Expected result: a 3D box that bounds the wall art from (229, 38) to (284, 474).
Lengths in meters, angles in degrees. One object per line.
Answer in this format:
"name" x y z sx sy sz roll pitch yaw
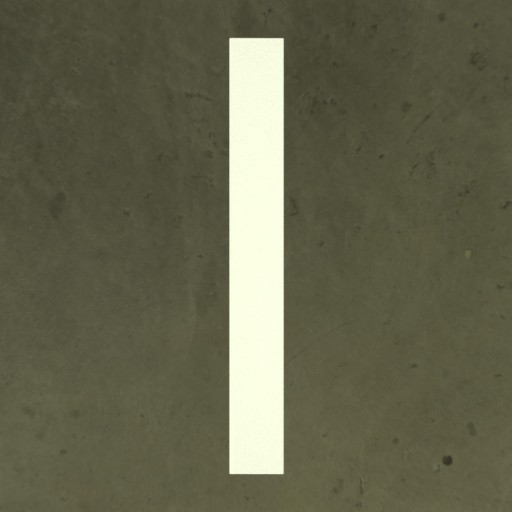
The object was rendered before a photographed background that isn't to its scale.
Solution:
"wall art" 0.000 0.000 0.462 0.038 0.305 0.305 0 90 0
